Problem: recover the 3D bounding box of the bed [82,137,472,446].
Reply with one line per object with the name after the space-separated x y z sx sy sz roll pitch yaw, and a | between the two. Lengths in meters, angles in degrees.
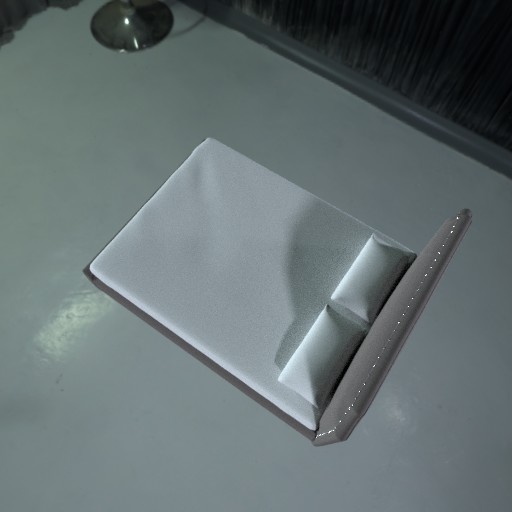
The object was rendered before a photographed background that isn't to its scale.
0.000 0.000 3.440 2.372 1.443 1.713 32 69 14 | bed
